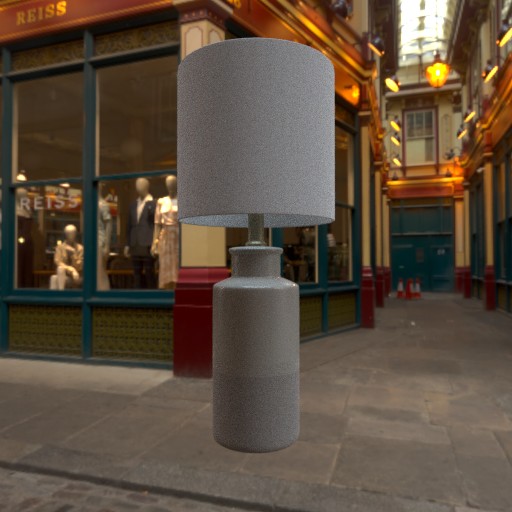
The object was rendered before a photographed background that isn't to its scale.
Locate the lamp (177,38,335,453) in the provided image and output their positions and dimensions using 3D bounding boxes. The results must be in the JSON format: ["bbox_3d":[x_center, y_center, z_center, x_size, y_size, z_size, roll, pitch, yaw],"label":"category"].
[{"bbox_3d":[0.000,0.000,0.605,0.212,0.493,0.212,0,-1,17],"label":"lamp"}]
